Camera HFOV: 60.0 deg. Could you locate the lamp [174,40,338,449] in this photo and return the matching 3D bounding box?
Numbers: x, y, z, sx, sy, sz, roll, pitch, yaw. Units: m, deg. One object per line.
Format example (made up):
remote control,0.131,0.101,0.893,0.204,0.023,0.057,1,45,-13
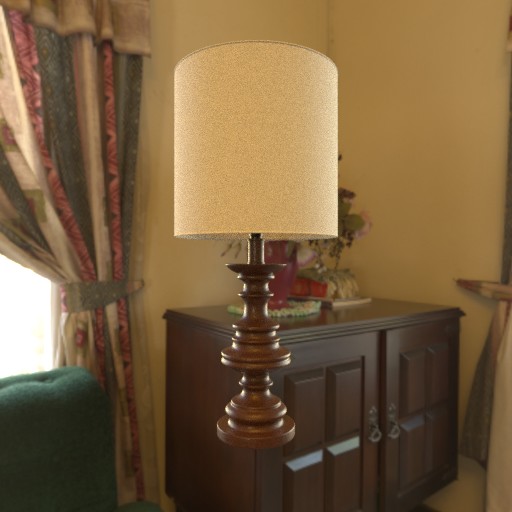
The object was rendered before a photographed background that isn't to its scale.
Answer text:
lamp,0.000,0.000,0.572,0.208,0.455,0.208,0,0,37
